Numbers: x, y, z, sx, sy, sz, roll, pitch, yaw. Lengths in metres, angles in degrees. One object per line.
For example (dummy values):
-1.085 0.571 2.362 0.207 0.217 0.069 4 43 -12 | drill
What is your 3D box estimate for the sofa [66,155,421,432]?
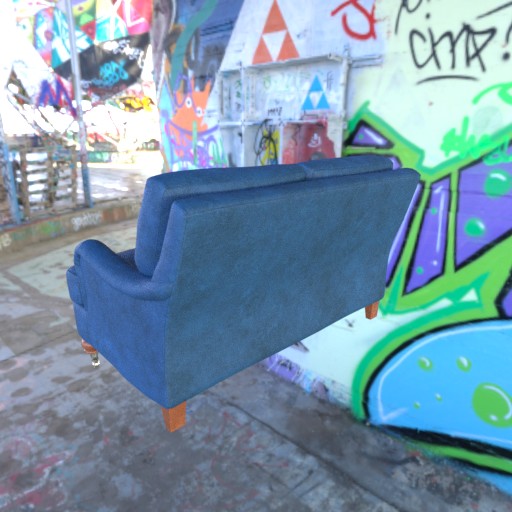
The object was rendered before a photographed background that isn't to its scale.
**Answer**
0.000 0.000 2.564 1.084 1.101 1.853 16 22 42 | sofa
